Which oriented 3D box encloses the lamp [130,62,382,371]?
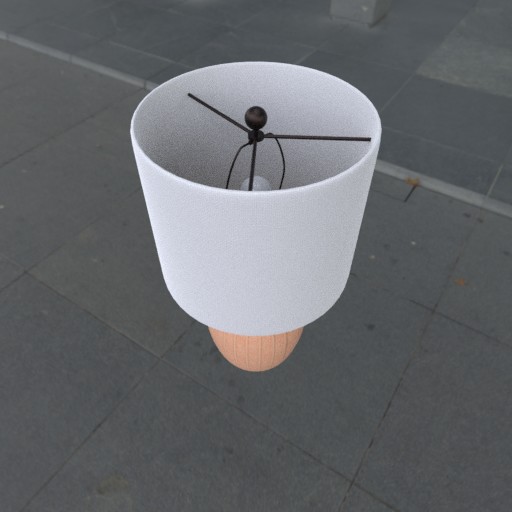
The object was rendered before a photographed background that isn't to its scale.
[{"bbox_3d":[0.000,0.000,0.787,0.329,0.570,0.329,0,47,0],"label":"lamp"}]
